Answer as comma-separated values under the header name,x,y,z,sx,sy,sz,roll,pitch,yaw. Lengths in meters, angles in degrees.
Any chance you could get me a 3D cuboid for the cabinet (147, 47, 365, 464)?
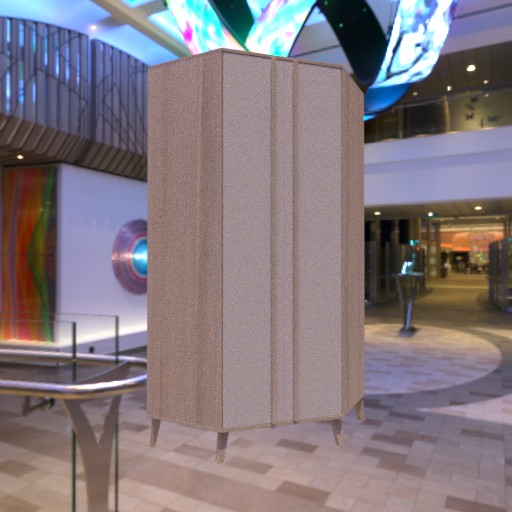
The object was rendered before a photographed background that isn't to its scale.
name,x,y,z,sx,sy,sz,roll,pitch,yaw
cabinet,0.000,0.000,2.624,1.272,1.957,0.969,0,-1,-17
